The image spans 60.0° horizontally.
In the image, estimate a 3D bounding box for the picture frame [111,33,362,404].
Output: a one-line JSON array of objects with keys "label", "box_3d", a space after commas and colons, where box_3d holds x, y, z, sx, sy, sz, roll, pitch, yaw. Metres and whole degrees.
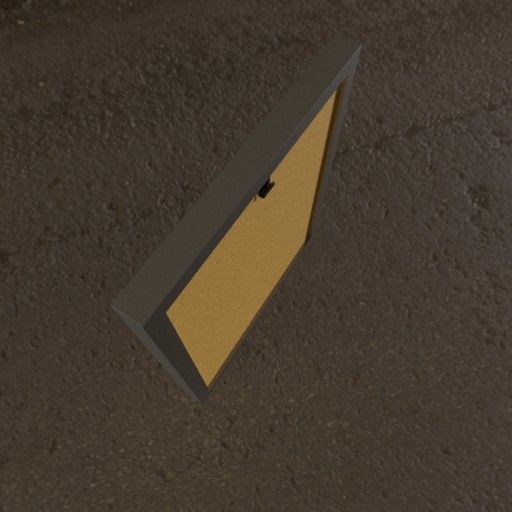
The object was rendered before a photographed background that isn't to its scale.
[{"label": "picture frame", "box_3d": [0.000, 0.000, 1.360, 0.073, 0.968, 0.839, 30, 68, 14]}]
